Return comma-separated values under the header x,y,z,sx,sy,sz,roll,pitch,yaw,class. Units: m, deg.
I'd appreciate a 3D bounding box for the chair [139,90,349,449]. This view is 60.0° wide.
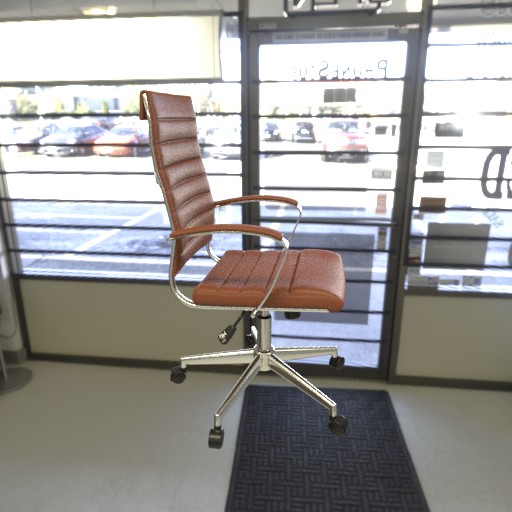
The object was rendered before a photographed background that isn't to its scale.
x,y,z,sx,sy,sz,roll,pitch,yaw,class
0.000,0.000,1.659,0.739,1.149,0.766,3,18,9,chair
